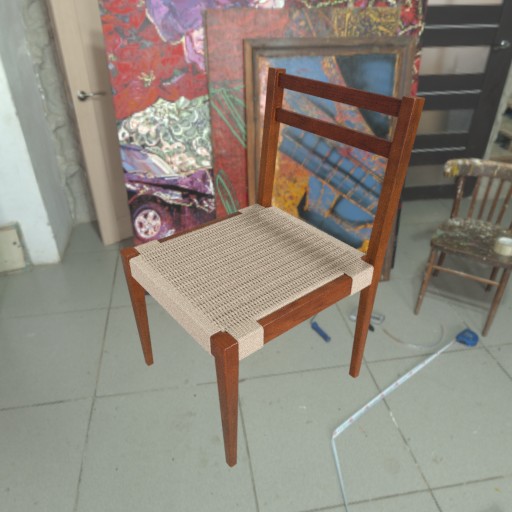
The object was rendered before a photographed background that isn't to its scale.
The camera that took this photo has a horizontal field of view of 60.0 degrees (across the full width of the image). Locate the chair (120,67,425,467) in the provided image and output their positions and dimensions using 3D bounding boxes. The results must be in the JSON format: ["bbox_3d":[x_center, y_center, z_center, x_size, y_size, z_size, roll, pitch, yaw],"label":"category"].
[{"bbox_3d":[0.000,0.000,1.217,0.569,0.851,0.495,-24,39,-32],"label":"chair"}]
